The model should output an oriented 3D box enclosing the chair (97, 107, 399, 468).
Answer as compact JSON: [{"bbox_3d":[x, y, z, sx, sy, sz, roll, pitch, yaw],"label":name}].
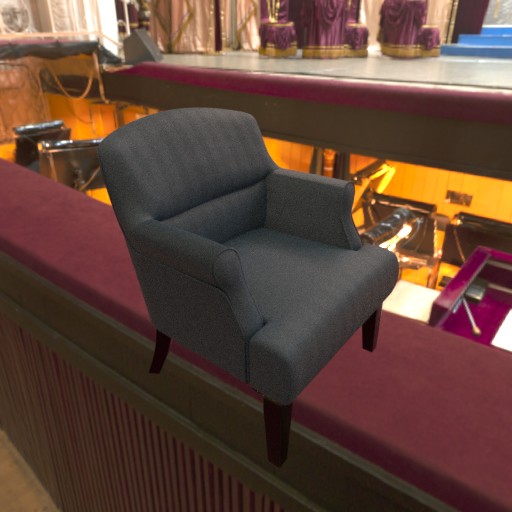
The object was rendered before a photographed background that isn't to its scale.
[{"bbox_3d":[0.000,0.000,1.484,0.754,0.878,0.770,19,32,32],"label":"chair"}]
